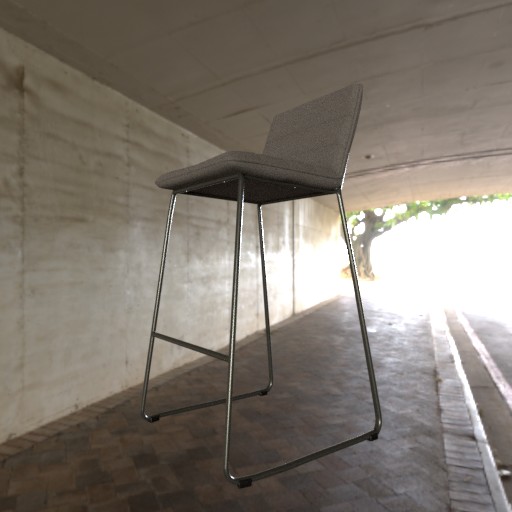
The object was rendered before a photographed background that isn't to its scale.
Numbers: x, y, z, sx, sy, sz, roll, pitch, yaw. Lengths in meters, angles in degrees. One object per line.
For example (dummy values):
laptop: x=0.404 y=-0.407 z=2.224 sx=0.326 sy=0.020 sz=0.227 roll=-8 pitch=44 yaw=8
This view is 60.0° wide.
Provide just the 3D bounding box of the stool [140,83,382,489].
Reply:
stool: x=0.000 y=0.000 z=1.228 sx=0.490 sy=0.960 sz=0.490 roll=0 pitch=0 yaw=-37
